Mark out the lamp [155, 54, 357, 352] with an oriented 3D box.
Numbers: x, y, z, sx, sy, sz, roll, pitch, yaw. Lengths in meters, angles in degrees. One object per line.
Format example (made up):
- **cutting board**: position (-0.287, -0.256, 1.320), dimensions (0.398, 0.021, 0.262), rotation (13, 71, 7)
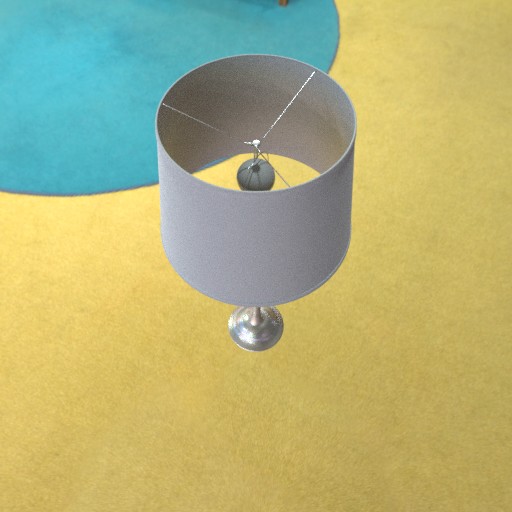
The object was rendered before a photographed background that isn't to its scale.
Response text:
- **lamp**: position (0.000, 0.000, 0.873), dimensions (0.331, 0.698, 0.331), rotation (0, 58, 0)
